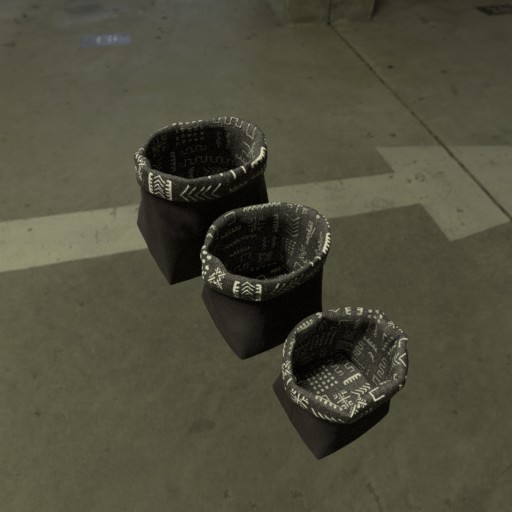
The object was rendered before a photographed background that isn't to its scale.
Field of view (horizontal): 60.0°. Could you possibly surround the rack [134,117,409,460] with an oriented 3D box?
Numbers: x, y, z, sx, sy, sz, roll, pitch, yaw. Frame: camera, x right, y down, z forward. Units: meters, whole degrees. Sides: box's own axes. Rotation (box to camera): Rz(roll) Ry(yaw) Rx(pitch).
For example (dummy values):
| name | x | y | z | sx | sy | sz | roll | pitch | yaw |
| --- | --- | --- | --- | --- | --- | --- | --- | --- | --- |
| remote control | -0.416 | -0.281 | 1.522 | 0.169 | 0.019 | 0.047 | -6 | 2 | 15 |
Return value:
| name | x | y | z | sx | sy | sz | roll | pitch | yaw |
| --- | --- | --- | --- | --- | --- | --- | --- | --- | --- |
| rack | 0.000 | 0.000 | 1.082 | 0.379 | 0.323 | 0.905 | -22 | 49 | -21 |
